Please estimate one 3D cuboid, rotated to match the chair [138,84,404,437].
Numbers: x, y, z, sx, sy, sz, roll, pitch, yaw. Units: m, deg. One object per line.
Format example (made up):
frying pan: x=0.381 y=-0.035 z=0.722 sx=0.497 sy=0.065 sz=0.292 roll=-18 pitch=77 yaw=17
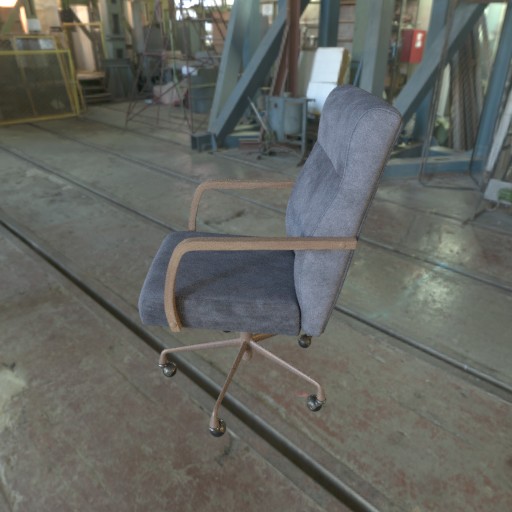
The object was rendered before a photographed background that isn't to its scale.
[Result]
chair: x=0.000 y=0.000 z=1.474 sx=0.741 sy=1.029 sz=0.640 roll=0 pitch=27 yaw=0
